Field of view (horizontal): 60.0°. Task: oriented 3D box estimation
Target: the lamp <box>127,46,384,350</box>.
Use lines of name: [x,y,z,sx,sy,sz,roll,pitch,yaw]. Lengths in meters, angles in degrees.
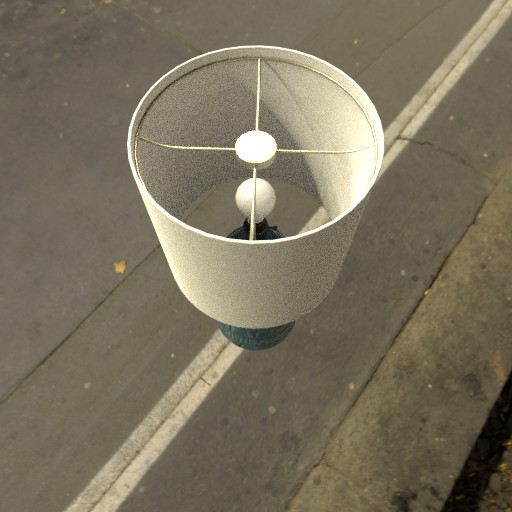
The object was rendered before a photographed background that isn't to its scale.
lamp: [0.000,0.000,0.569,0.211,0.455,0.211,14,64,7]
